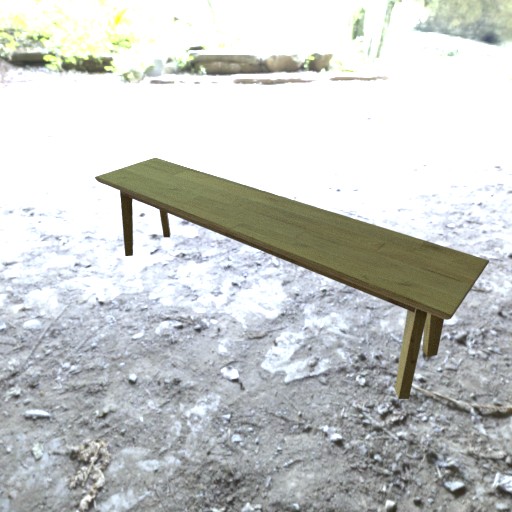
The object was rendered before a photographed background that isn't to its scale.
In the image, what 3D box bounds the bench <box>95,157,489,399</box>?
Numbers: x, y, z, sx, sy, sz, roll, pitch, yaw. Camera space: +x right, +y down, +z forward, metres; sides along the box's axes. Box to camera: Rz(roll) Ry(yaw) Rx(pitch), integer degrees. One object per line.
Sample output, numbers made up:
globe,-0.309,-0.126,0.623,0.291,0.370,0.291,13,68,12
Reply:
bench,0.000,0.000,1.920,1.698,0.431,0.378,23,38,32
